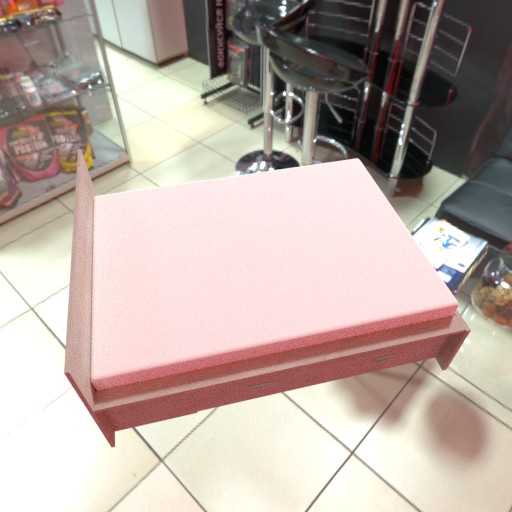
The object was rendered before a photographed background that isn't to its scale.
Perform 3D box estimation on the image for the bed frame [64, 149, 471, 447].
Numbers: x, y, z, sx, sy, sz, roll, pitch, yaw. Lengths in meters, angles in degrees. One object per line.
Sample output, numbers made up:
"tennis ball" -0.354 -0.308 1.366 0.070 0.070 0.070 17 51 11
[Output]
"bed frame" 0.000 0.000 2.751 1.960 0.800 1.622 -10 48 -9
